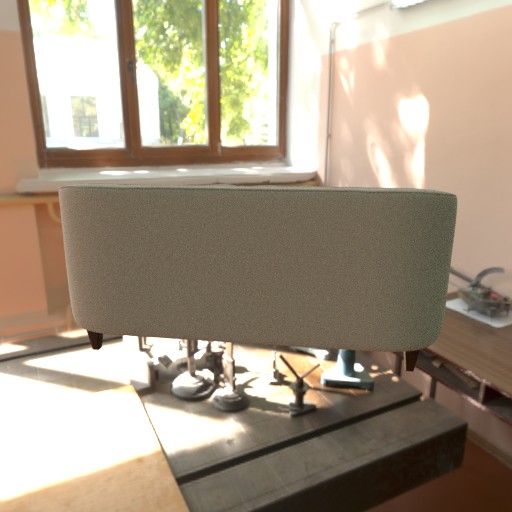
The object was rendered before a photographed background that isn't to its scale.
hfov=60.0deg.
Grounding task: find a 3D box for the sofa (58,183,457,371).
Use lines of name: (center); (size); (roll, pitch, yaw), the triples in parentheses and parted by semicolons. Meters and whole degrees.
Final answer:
sofa: (0.000, 0.000, 2.237); (1.733, 0.855, 0.941); (2, 15, 8)
